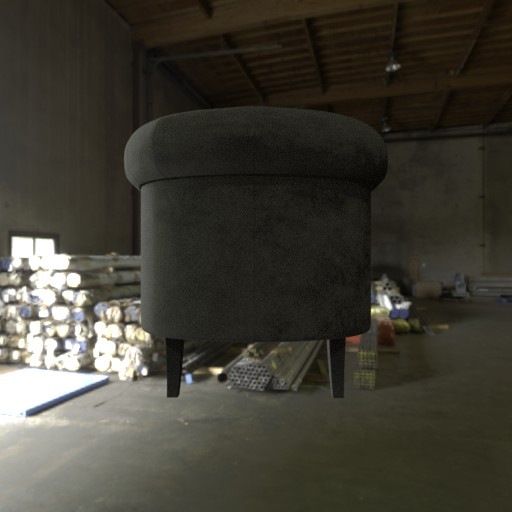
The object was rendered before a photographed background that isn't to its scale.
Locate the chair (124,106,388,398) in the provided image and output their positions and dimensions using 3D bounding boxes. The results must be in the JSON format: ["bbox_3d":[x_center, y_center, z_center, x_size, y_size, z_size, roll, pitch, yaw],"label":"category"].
[{"bbox_3d":[0.000,0.000,1.569,0.904,0.826,0.851,0,0,1],"label":"chair"}]
